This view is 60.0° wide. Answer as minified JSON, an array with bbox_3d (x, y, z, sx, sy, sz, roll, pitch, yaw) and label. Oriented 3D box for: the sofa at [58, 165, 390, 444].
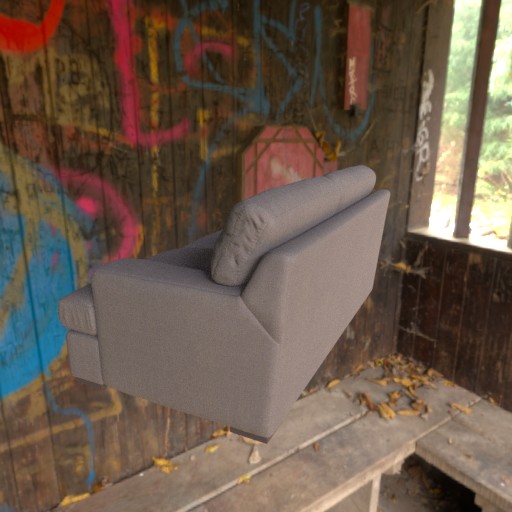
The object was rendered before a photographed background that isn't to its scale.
[{"bbox_3d":[0.000,0.000,2.513,1.143,0.940,1.880,8,17,25],"label":"sofa"}]
